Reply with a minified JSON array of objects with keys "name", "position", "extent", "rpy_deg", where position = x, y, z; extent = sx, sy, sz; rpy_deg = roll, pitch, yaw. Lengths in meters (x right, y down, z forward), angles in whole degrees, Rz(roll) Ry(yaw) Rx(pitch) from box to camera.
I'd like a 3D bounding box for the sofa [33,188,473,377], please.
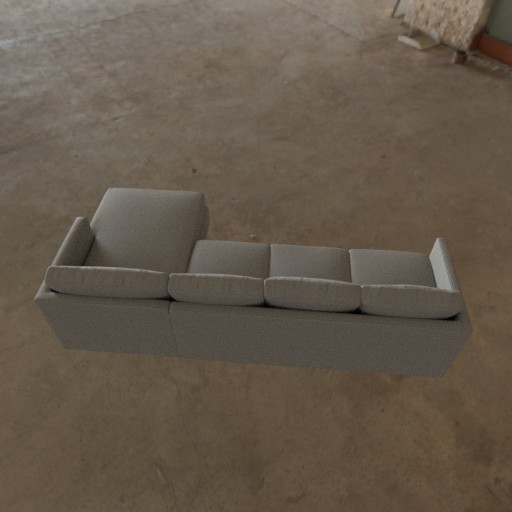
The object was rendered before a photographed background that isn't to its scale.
[{"name":"sofa","position":[0.000,0.000,3.883],"extent":[3.177,0.867,1.622],"rpy_deg":[4,48,3]}]
